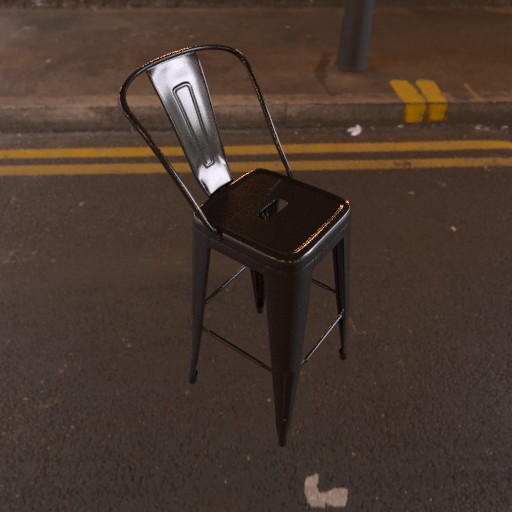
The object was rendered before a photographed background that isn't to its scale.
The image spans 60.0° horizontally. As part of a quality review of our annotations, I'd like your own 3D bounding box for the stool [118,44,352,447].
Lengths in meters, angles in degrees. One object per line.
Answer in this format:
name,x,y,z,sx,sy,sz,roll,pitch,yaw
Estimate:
stool,0.000,0.000,1.281,0.528,1.022,0.432,26,48,26
